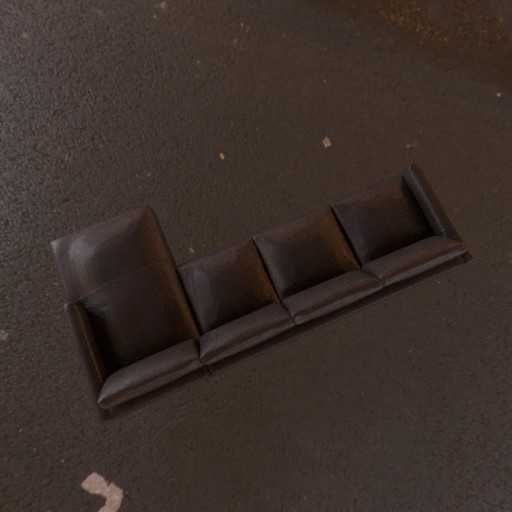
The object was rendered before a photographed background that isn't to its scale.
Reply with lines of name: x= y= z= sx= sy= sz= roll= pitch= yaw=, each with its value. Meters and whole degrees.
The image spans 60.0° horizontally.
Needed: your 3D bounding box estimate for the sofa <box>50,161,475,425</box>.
sofa: x=0.000 y=0.000 z=3.563 sx=2.993 sy=0.859 sz=1.471 roll=-23 pitch=77 yaw=-6
